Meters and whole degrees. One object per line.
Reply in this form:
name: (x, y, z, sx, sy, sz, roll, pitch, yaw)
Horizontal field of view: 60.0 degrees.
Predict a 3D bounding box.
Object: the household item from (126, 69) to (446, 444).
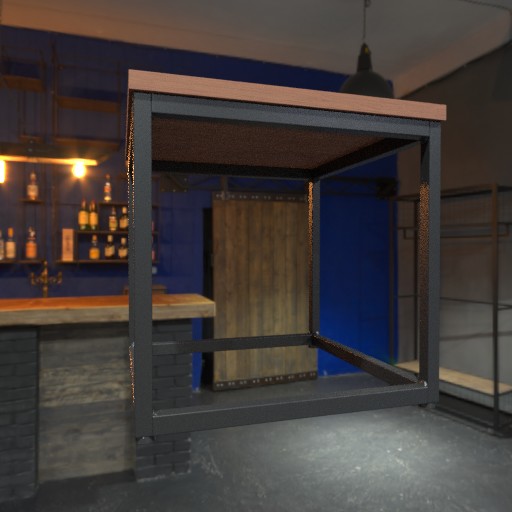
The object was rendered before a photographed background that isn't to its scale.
household item: (0.000, 0.000, 0.718, 0.400, 0.400, 0.400, 0, 1, -17)
